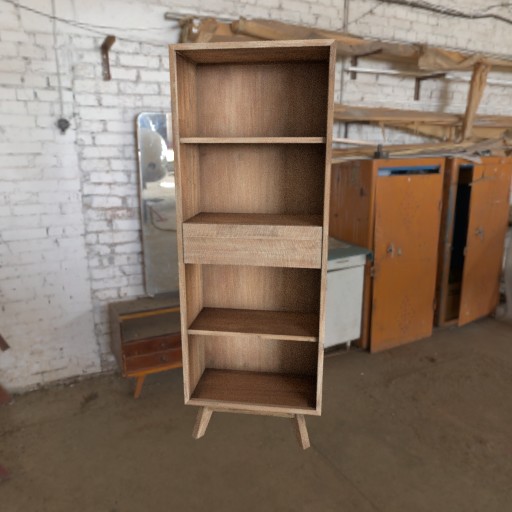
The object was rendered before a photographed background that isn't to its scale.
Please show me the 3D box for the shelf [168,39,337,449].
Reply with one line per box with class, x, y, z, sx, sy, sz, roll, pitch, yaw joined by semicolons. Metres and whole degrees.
shelf;0.000;0.000;1.563;0.491;1.342;0.267;2;15;8
